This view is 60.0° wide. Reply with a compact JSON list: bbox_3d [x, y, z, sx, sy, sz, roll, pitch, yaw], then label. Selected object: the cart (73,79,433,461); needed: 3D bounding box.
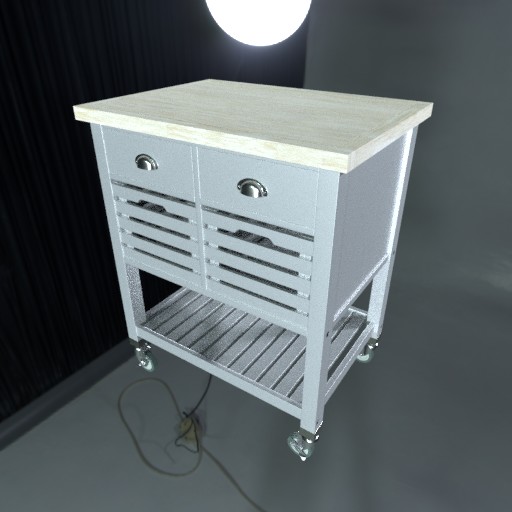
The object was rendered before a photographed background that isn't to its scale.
[{"bbox_3d":[0.000,0.000,1.387,0.762,0.914,0.559,18,34,29],"label":"cart"}]
